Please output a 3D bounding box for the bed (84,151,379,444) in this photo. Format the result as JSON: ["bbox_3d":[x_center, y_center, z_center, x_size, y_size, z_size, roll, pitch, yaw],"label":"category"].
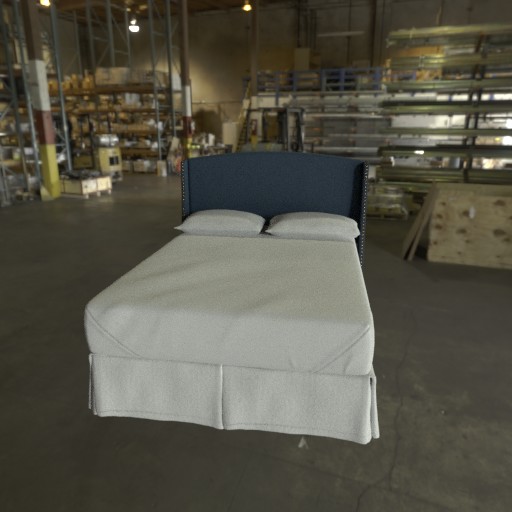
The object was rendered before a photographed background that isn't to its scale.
[{"bbox_3d":[0.000,0.000,3.290,1.710,1.407,2.237,3,16,9],"label":"bed"}]
